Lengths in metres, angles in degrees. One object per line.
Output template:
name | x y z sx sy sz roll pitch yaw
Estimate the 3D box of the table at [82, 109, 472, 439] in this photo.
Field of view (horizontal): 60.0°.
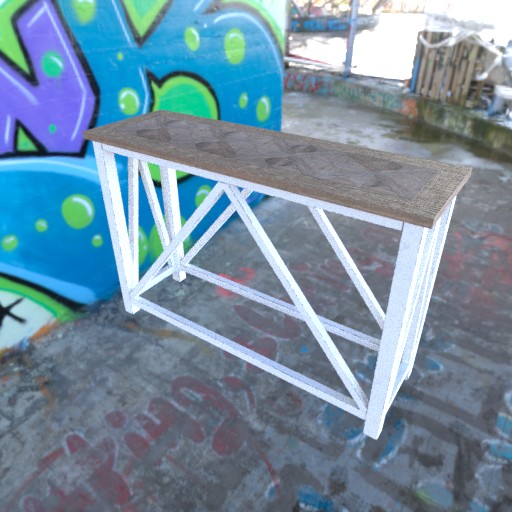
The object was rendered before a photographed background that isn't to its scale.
table | 0.000 0.000 1.862 1.400 0.930 0.450 20 37 29
